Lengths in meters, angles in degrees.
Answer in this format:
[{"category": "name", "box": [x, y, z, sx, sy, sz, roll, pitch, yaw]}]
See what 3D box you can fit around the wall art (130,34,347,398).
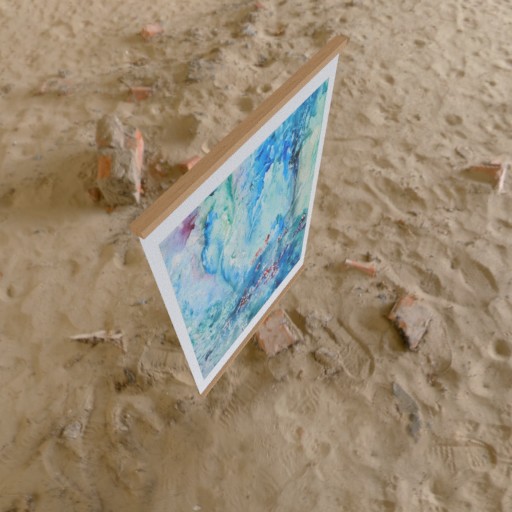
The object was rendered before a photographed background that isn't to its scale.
[{"category": "wall art", "box": [0.000, 0.000, 1.923, 0.040, 1.510, 0.991, 32, 63, 18]}]
